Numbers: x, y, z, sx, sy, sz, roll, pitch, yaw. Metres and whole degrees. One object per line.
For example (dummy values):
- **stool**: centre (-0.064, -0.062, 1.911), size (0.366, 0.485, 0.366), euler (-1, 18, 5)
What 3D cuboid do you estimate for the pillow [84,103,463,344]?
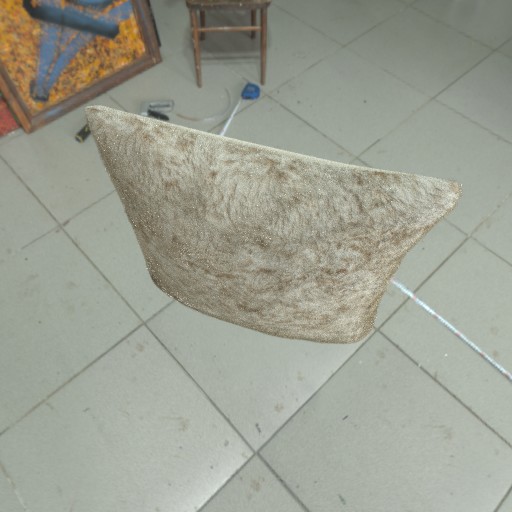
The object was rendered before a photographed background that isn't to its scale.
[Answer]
- **pillow**: centre (0.000, 0.000, 0.799), size (0.538, 0.525, 0.216), euler (15, 60, 9)
